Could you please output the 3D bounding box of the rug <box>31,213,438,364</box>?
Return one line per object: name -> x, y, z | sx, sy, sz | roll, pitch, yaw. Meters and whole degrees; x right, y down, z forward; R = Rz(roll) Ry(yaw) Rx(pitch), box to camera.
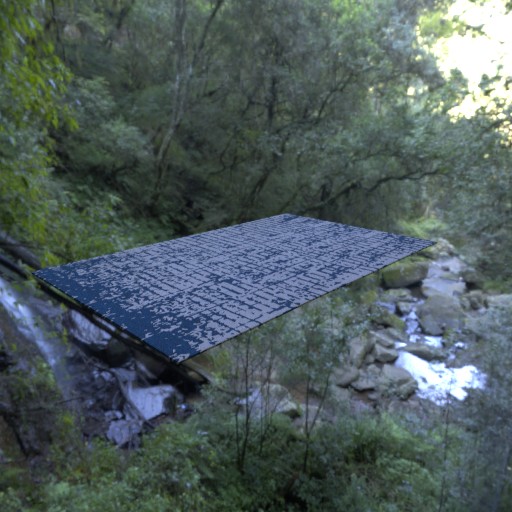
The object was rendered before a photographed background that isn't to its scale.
rug -> 0.000, 0.000, 3.066 | 1.517, 0.011, 2.435 | 16, 24, 42
